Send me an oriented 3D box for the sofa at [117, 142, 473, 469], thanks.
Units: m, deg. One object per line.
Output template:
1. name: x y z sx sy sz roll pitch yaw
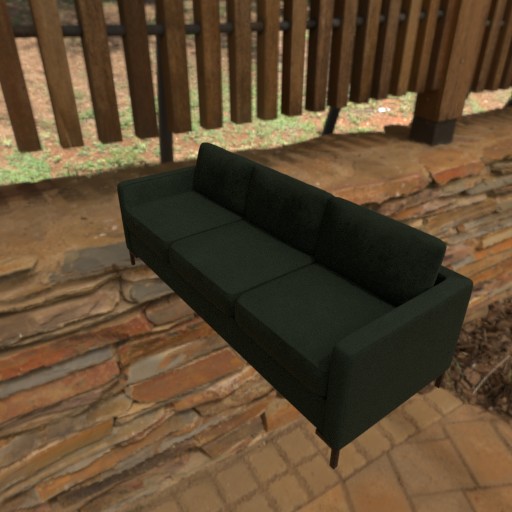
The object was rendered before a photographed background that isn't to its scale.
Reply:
1. sofa: 0.000 0.000 2.674 0.859 0.870 2.218 -20 35 -31
